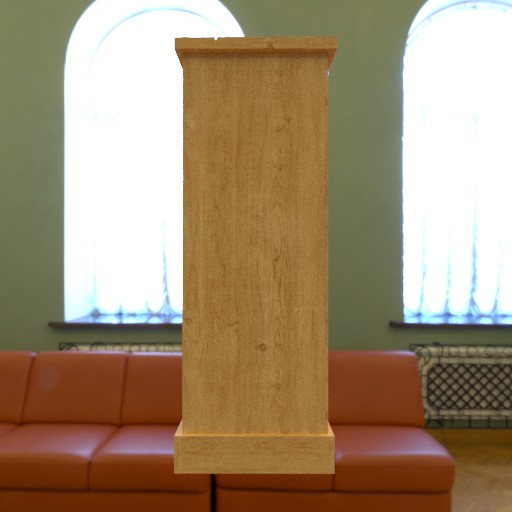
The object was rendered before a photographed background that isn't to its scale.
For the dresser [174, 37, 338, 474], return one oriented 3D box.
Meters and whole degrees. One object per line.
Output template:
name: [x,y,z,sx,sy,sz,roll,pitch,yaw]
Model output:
dresser: [0.000,0.000,1.318,0.390,1.041,0.531,0,0,0]
